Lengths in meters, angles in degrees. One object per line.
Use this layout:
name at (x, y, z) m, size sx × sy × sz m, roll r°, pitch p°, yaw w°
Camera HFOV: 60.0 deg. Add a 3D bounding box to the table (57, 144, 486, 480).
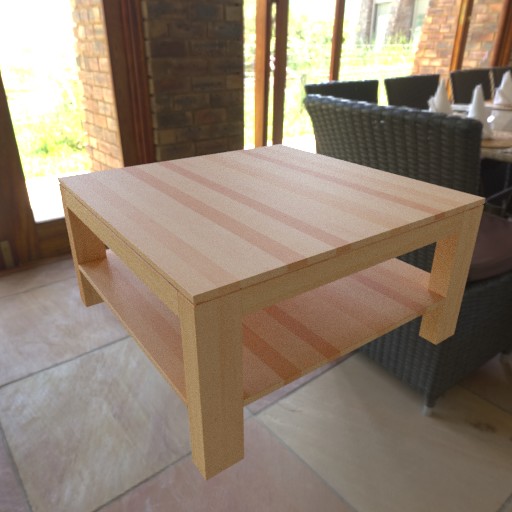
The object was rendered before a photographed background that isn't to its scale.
table at (0.000, 0.000, 1.401) m, size 0.900 × 0.450 × 0.900 m, roll -17°, pitch 30°, yaw -32°
